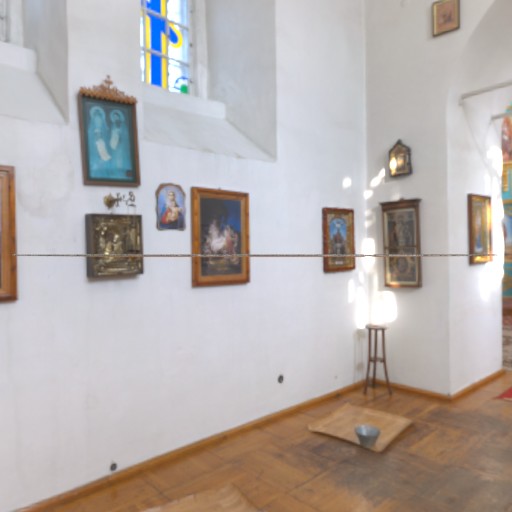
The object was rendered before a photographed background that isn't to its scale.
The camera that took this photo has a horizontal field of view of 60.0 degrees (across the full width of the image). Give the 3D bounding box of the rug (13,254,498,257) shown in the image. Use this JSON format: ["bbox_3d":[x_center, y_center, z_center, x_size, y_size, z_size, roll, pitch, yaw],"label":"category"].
[{"bbox_3d":[0.000,0.000,2.843,2.283,0.006,1.521,0,0,1],"label":"rug"}]
